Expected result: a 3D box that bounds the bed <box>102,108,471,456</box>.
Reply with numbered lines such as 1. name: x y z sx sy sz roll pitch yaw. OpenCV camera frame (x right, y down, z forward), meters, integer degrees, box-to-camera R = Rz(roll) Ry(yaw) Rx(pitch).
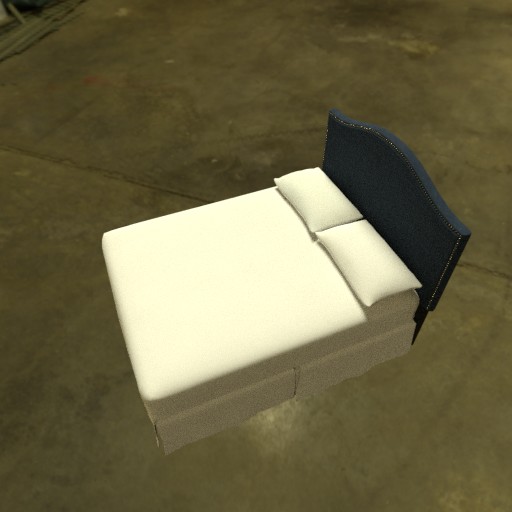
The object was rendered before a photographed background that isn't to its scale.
1. bed: 0.000 0.000 3.303 2.153 1.518 1.713 -17 49 -15
